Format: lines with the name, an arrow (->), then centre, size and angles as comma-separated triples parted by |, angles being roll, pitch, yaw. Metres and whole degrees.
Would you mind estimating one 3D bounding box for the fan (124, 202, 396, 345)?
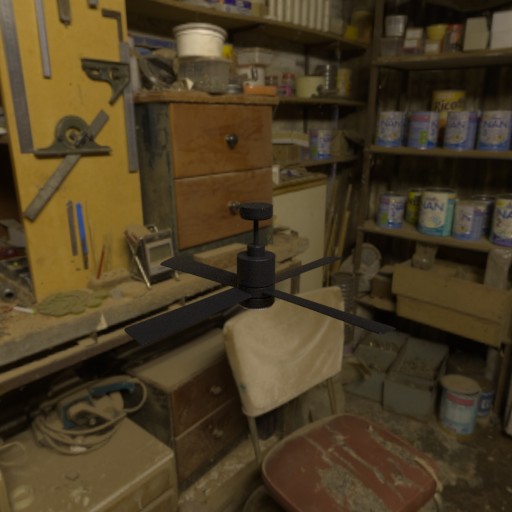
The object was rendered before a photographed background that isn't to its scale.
fan -> 0.000, 0.000, 2.312 | 1.525, 0.534, 1.525 | 15, 22, 41
